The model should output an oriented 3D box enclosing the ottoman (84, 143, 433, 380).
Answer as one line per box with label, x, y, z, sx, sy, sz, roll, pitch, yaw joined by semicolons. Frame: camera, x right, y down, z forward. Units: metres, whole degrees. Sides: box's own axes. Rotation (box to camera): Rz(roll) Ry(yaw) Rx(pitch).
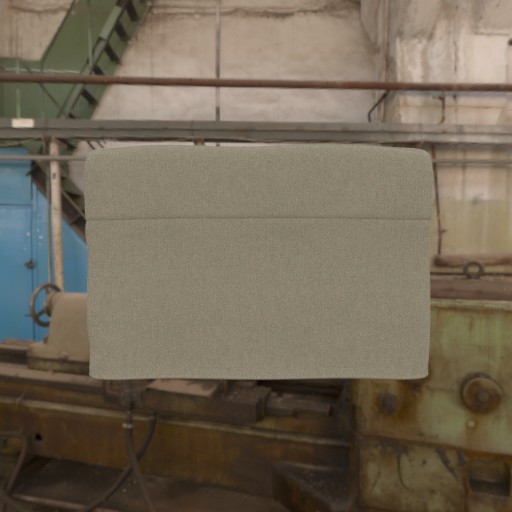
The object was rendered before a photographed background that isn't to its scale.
ottoman;0.000;0.000;1.213;0.648;0.461;0.833;0;3;0
